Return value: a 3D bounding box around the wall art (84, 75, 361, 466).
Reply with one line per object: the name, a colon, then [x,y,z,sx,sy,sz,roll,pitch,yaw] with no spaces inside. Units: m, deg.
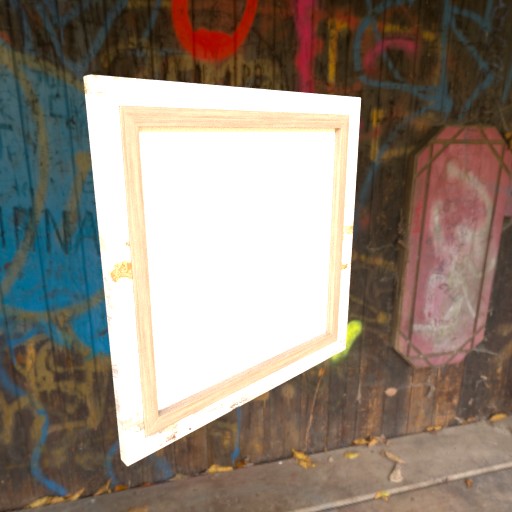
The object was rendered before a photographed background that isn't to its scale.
wall art: [0.000,0.000,1.443,1.015,1.018,0.040,-14,21,-41]
